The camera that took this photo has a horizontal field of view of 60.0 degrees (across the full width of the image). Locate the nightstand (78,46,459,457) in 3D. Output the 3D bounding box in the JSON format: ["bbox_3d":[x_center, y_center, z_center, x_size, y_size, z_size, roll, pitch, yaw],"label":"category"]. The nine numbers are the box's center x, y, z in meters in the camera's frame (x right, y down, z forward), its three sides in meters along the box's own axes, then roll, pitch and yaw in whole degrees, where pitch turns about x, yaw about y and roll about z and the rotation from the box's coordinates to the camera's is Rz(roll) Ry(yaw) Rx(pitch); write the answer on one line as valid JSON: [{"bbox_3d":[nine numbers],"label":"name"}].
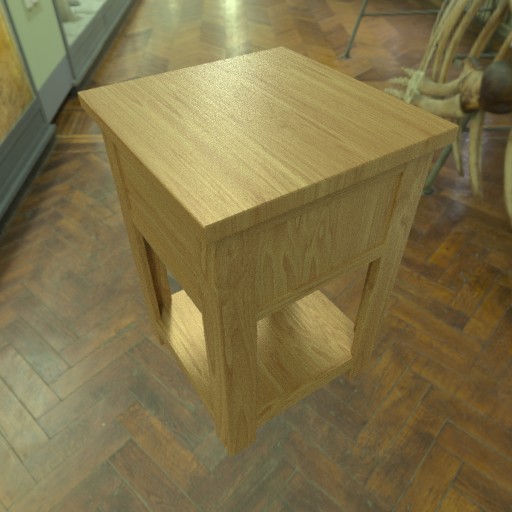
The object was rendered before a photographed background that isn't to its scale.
[{"bbox_3d":[0.000,0.000,0.885,0.418,0.614,0.428,-24,48,-24],"label":"nightstand"}]
